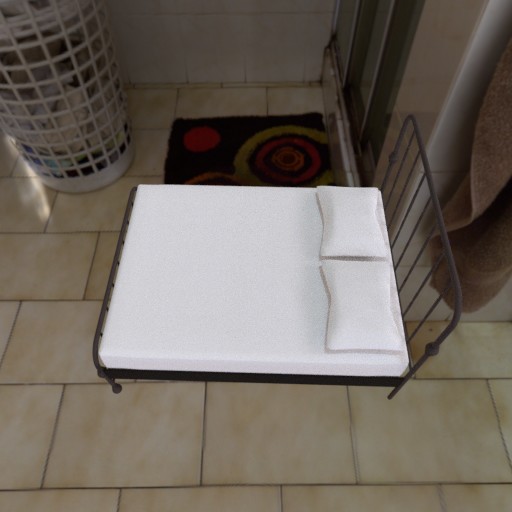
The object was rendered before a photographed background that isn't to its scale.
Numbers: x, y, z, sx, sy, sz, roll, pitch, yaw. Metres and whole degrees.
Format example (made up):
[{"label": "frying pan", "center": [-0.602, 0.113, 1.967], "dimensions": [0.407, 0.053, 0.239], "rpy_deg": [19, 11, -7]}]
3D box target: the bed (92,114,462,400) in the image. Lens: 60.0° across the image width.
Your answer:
[{"label": "bed", "center": [0.000, 0.000, 3.176], "dimensions": [2.134, 1.446, 1.616], "rpy_deg": [1, 56, 1]}]
